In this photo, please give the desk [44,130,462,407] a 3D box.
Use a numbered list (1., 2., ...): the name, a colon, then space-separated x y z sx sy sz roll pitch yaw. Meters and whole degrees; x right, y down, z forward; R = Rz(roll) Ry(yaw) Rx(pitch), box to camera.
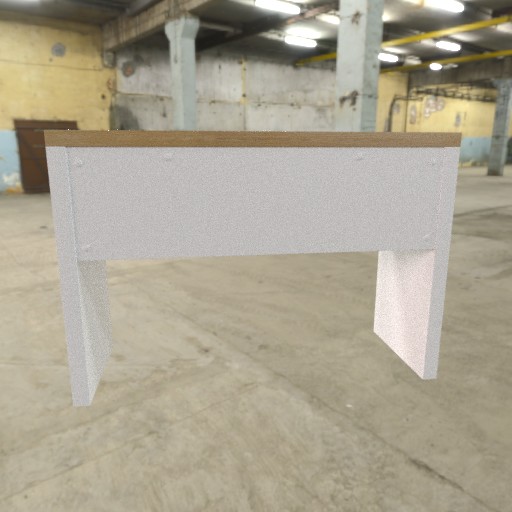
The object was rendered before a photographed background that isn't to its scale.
1. desk: 0.000 0.000 1.431 1.100 0.760 0.390 -2 14 -8
